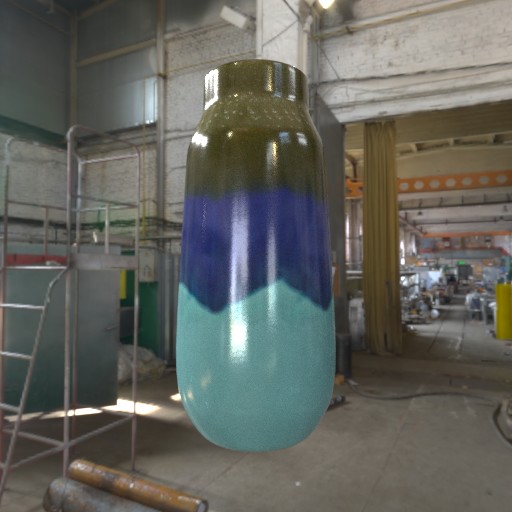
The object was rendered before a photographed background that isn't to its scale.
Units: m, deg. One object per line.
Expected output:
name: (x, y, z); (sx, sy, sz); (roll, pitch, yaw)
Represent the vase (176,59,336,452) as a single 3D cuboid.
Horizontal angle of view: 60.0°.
vase: (0.000, 0.000, 0.393); (0.139, 0.313, 0.139); (0, -2, 0)
